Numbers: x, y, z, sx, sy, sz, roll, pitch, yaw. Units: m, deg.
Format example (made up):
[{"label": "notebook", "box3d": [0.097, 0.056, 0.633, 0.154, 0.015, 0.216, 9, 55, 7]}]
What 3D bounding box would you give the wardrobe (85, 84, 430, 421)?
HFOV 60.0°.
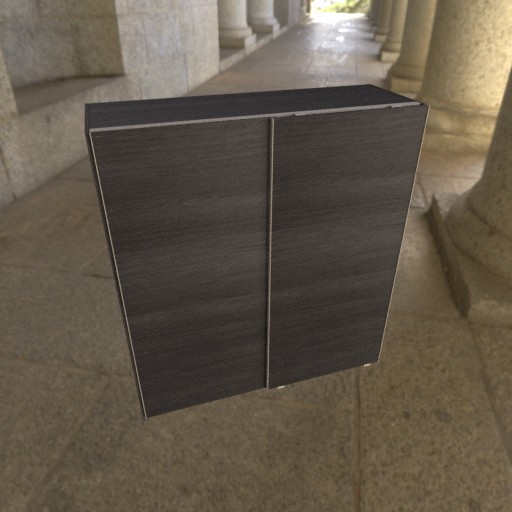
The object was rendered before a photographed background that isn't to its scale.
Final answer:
[{"label": "wardrobe", "box3d": [0.000, 0.000, 2.935, 1.780, 1.960, 0.629, -10, 33, -15]}]
